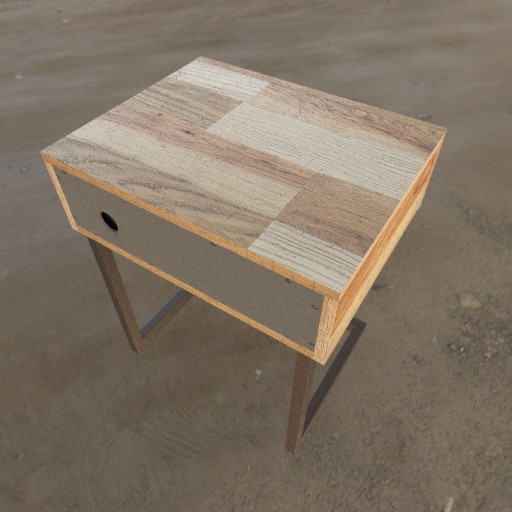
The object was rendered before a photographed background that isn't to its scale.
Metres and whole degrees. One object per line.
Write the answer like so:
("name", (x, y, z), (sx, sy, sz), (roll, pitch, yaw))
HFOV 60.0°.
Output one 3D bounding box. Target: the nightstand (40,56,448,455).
("nightstand", (0.000, 0.000, 1.012), (0.558, 0.632, 0.481), (25, 52, 22))
